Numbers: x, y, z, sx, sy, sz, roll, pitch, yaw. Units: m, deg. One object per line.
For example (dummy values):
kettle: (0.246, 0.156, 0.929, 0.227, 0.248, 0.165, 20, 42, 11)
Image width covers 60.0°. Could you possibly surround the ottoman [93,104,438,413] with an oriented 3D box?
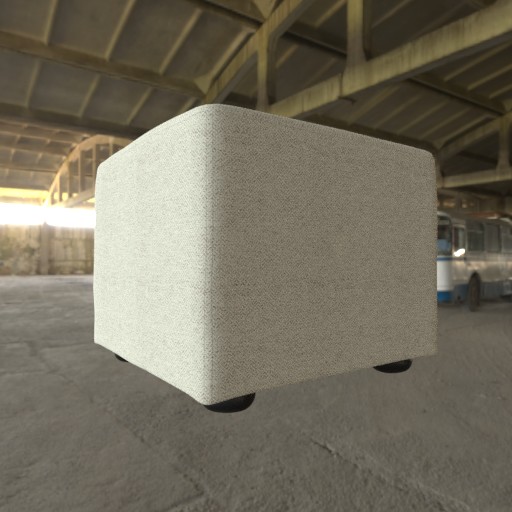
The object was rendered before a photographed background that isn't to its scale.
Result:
ottoman: (0.000, 0.000, 0.908, 0.521, 0.453, 0.512, 0, 0, -35)
